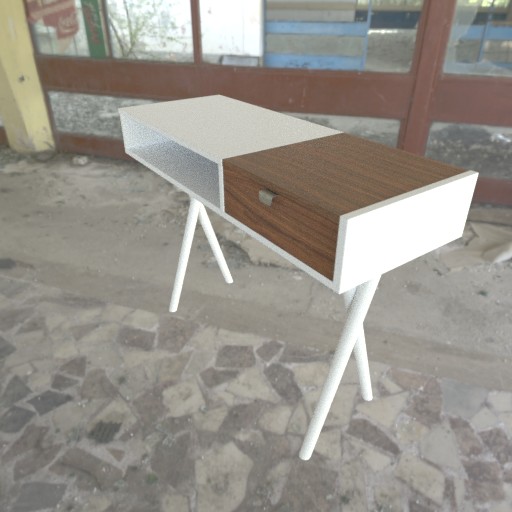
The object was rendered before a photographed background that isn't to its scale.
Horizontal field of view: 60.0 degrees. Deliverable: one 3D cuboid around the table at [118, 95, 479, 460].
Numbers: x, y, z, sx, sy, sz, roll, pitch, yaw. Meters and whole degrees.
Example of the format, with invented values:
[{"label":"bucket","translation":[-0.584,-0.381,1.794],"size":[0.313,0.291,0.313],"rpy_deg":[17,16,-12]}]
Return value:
[{"label":"table","translation":[0.000,0.000,1.421],"size":[0.418,0.785,1.066],"rpy_deg":[-20,36,-30]}]
